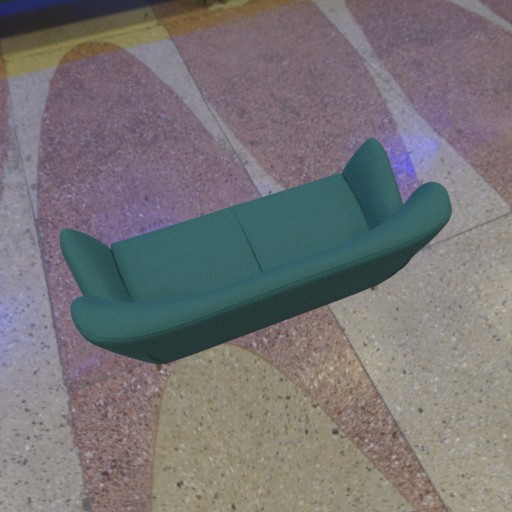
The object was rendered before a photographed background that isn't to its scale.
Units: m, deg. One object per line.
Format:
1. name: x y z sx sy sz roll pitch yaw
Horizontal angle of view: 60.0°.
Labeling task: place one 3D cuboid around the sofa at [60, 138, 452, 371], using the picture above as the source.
1. sofa: 0.000 0.000 2.467 1.930 0.890 0.889 -19 60 -11
